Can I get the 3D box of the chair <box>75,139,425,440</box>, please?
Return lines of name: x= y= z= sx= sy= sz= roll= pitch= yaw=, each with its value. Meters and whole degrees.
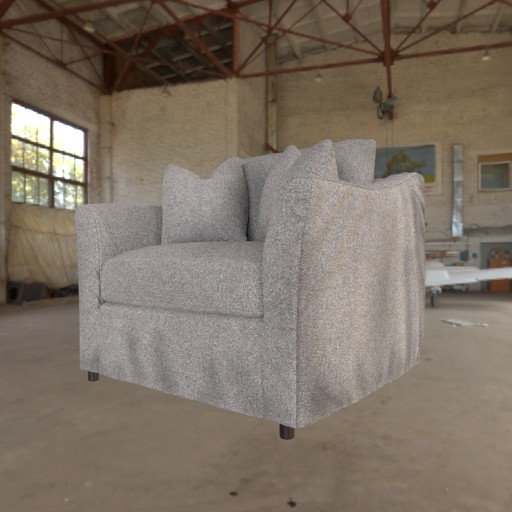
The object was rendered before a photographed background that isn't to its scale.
chair: x=0.000 y=0.000 z=1.976 sx=1.194 sy=1.059 sz=1.071 roll=0 pitch=0 yaw=37
